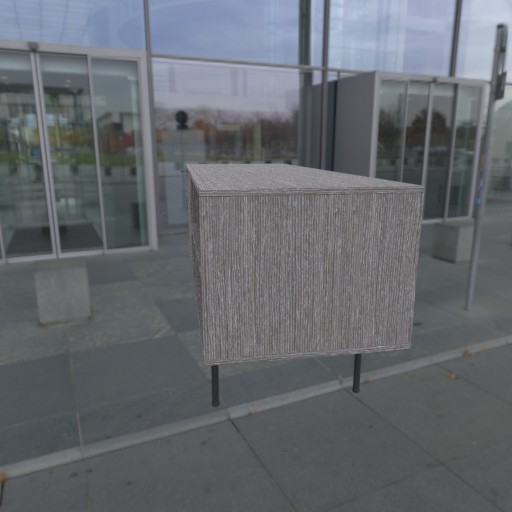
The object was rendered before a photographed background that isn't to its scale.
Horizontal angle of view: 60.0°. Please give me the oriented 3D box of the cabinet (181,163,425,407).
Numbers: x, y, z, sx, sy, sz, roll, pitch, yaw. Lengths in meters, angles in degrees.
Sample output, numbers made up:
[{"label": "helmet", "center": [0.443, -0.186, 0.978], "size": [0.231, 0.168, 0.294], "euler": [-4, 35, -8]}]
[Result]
[{"label": "cabinet", "center": [0.000, 0.000, 1.589], "size": [0.500, 0.599, 1.300], "euler": [-2, 14, -10]}]
